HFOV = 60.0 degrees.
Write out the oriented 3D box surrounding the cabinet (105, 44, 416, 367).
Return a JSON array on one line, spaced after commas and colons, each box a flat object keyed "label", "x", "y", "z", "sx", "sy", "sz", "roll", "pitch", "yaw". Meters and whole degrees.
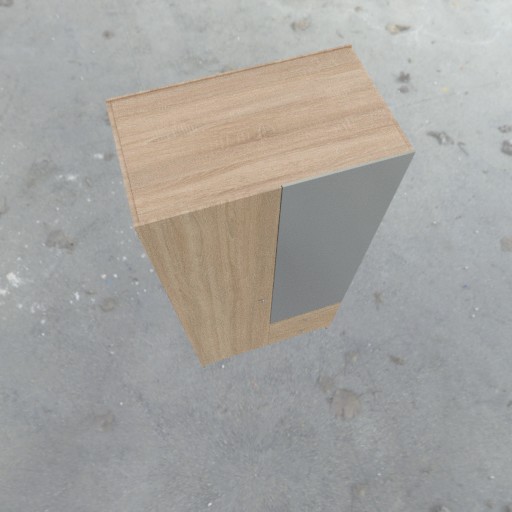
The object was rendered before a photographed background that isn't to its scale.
[{"label": "cabinet", "x": 0.000, "y": 0.000, "z": 2.551, "sx": 1.001, "sy": 2.121, "sz": 0.590, "roll": -16, "pitch": 65, "yaw": -8}]
